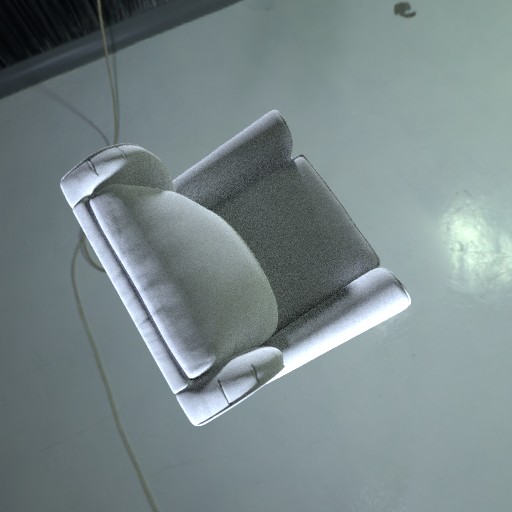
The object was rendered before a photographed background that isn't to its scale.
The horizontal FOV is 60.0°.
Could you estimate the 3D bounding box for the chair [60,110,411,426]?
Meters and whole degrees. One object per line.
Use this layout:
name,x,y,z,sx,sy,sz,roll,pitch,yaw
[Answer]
chair,0.000,0.000,1.663,0.854,0.967,0.906,-31,78,-8
